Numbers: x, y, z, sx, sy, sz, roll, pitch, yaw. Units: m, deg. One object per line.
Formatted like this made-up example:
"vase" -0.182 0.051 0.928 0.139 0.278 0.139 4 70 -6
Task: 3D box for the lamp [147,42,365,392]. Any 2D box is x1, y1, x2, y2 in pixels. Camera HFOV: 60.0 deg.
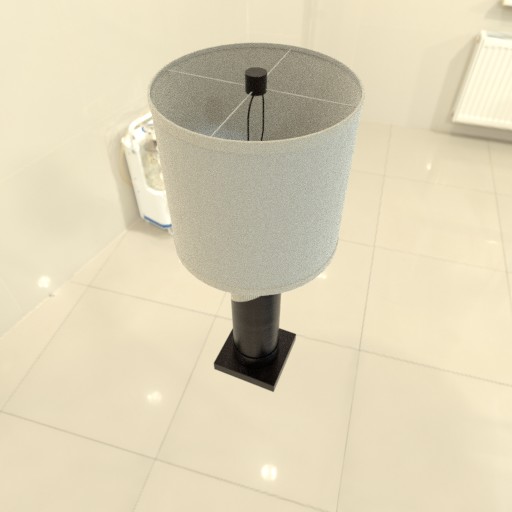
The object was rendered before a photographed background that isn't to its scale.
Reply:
"lamp" 0.000 0.000 0.608 0.211 0.509 0.211 17 49 16
